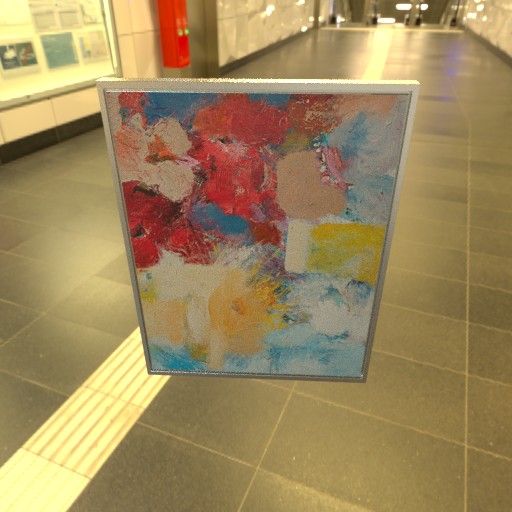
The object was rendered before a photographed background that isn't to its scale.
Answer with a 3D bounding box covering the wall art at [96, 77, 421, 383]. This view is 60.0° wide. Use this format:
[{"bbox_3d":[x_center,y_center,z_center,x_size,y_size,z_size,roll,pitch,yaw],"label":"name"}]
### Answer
[{"bbox_3d":[0.000,0.000,0.763,0.444,0.569,0.025,2,31,3],"label":"wall art"}]
